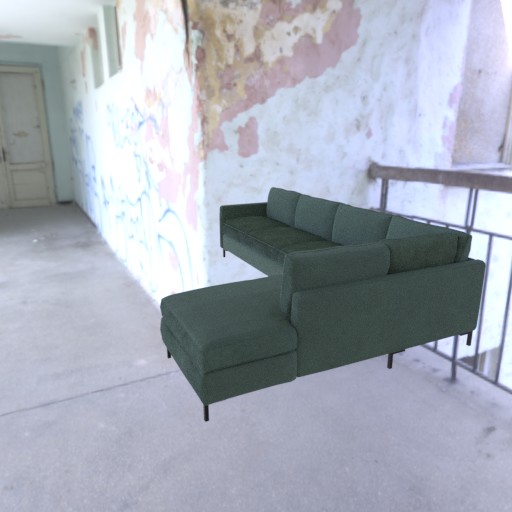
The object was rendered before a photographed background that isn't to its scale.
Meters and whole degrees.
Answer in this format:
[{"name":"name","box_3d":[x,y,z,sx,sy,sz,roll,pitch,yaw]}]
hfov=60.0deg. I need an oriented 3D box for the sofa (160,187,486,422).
[{"name":"sofa","box_3d":[0.000,0.000,3.218,1.707,0.687,2.486,-7,17,-25]}]
